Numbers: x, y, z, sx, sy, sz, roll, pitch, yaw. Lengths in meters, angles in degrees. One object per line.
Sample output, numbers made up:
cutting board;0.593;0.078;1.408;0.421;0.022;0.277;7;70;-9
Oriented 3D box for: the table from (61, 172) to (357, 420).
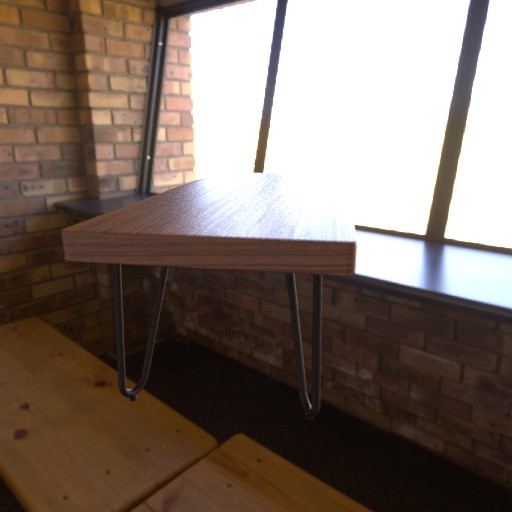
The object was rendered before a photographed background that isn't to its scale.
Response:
table;0.000;0.000;1.617;0.637;0.468;1.375;3;16;9
